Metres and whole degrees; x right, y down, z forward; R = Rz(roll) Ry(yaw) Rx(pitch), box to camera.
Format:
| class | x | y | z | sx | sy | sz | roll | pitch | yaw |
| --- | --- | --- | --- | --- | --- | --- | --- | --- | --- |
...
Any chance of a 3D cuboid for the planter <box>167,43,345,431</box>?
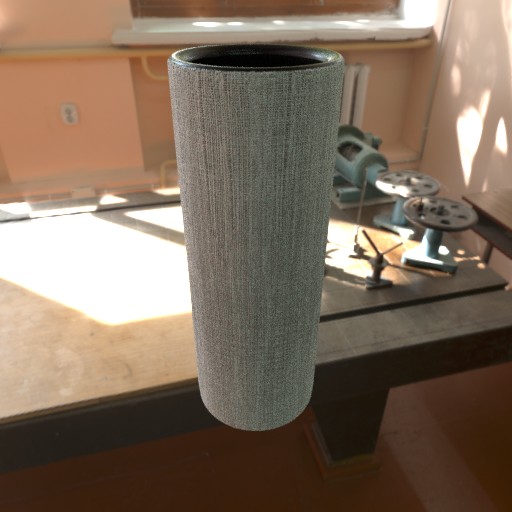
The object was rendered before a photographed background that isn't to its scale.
| class | x | y | z | sx | sy | sz | roll | pitch | yaw |
| --- | --- | --- | --- | --- | --- | --- | --- | --- | --- |
| planter | 0.000 | 0.000 | 0.323 | 0.100 | 0.270 | 0.100 | 11 | 34 | 17 |
